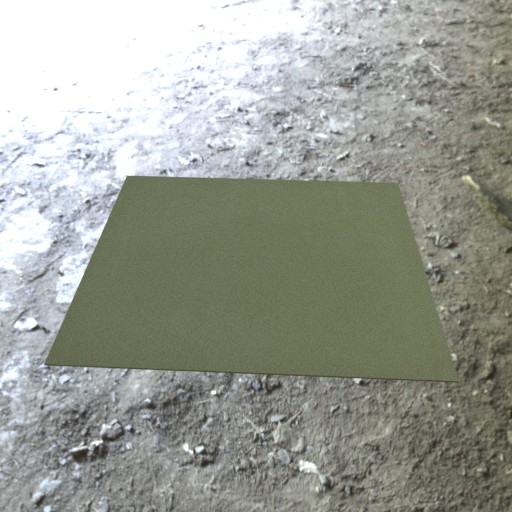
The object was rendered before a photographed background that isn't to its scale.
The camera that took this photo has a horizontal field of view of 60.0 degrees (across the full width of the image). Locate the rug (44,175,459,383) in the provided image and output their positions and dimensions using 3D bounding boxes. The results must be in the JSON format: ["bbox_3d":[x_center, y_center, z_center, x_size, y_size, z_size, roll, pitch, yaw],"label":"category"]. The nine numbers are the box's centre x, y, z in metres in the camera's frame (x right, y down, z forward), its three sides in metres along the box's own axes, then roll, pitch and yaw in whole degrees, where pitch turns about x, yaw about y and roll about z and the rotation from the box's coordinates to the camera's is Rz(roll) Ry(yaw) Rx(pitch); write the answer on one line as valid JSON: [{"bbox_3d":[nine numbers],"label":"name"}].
[{"bbox_3d":[0.000,0.000,3.484,2.584,0.011,2.073,2,45,2],"label":"rug"}]
